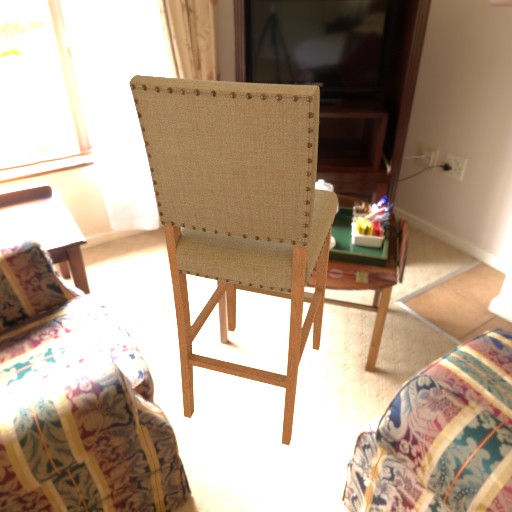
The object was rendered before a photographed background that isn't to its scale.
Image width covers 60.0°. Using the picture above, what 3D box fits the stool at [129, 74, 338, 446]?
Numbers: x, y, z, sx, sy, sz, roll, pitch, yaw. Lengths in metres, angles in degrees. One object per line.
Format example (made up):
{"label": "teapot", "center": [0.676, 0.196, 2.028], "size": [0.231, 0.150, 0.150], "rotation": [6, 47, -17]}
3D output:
{"label": "stool", "center": [0.000, 0.000, 1.487], "size": [0.445, 1.203, 0.585], "rotation": [10, 33, 15]}
